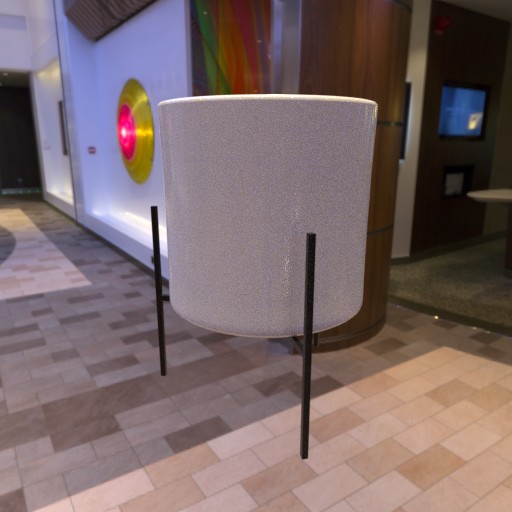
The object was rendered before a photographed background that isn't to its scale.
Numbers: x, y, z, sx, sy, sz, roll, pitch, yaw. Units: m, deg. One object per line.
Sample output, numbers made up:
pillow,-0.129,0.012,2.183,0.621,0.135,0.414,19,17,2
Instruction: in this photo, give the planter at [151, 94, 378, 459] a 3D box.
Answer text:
planter,0.000,0.000,0.740,0.361,0.480,0.360,3,15,10
